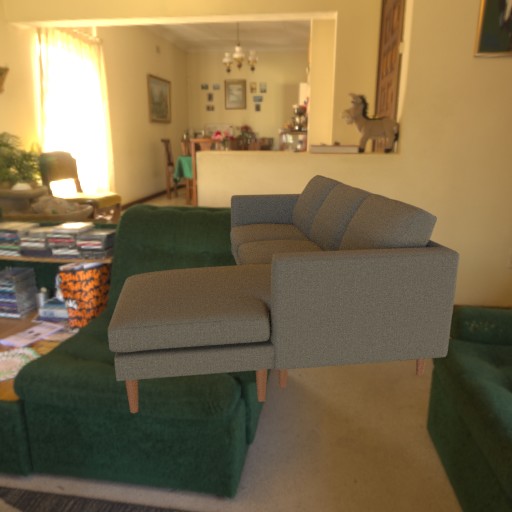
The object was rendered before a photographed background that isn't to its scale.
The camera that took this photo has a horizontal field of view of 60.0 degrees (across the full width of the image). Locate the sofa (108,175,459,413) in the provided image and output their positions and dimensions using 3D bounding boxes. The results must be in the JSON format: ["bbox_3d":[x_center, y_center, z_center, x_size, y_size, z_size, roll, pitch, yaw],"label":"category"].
[{"bbox_3d":[0.000,0.000,2.925,1.591,0.897,2.031,-2,16,-8],"label":"sofa"}]
